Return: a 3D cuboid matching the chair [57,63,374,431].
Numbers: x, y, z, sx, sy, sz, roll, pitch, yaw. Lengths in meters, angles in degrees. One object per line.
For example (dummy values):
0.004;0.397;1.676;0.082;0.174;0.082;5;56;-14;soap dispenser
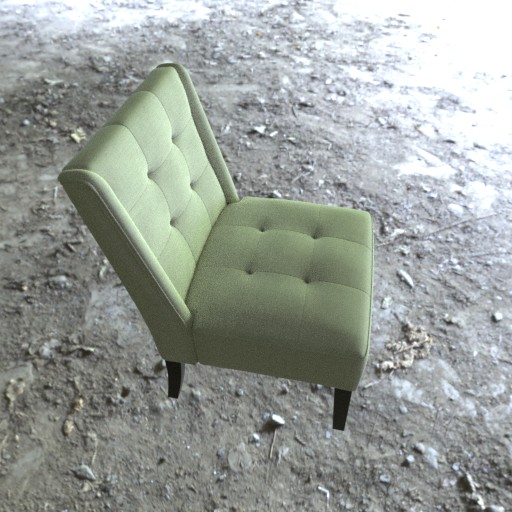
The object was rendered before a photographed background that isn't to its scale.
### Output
0.000;0.000;1.273;0.676;0.853;0.569;8;46;8;chair
